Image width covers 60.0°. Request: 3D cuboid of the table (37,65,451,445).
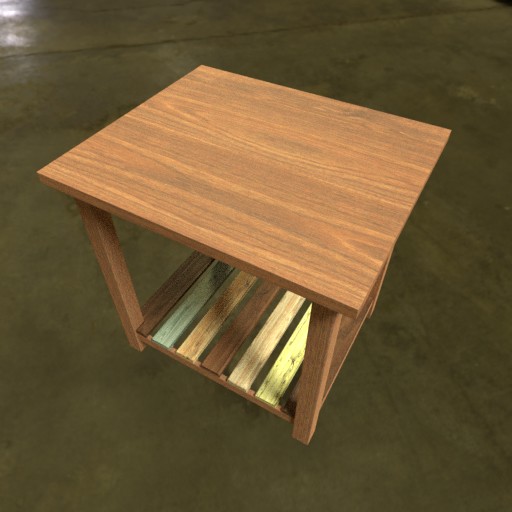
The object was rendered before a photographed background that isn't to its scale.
[{"bbox_3d":[0.000,0.000,1.142,0.660,0.635,0.559,23,51,20],"label":"table"}]
